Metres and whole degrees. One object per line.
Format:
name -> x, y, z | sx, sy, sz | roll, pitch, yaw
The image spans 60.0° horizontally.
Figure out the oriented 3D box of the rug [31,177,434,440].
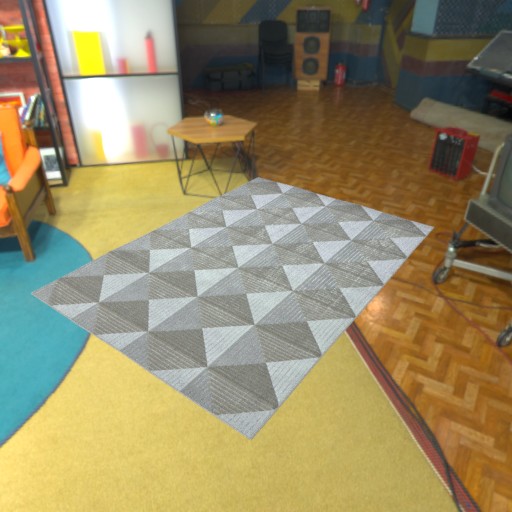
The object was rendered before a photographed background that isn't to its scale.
rug -> 0.000, 0.000, 4.385 | 2.428, 0.027, 3.333 | 22, 38, 31
